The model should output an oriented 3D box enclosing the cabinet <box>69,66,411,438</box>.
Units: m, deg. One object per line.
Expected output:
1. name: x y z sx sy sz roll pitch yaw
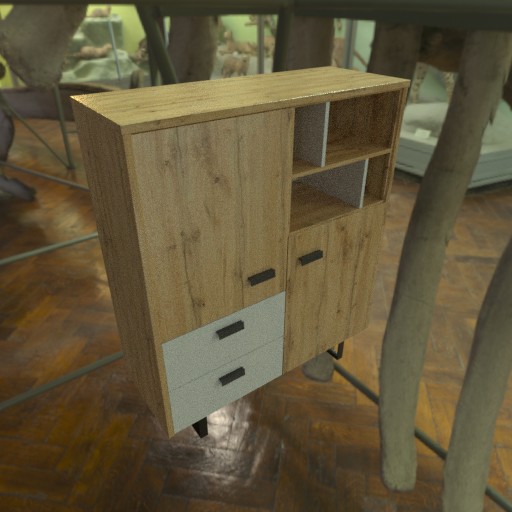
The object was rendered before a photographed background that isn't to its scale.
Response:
1. cabinet: 0.000 0.000 1.939 1.168 1.397 0.473 -20 36 -30
